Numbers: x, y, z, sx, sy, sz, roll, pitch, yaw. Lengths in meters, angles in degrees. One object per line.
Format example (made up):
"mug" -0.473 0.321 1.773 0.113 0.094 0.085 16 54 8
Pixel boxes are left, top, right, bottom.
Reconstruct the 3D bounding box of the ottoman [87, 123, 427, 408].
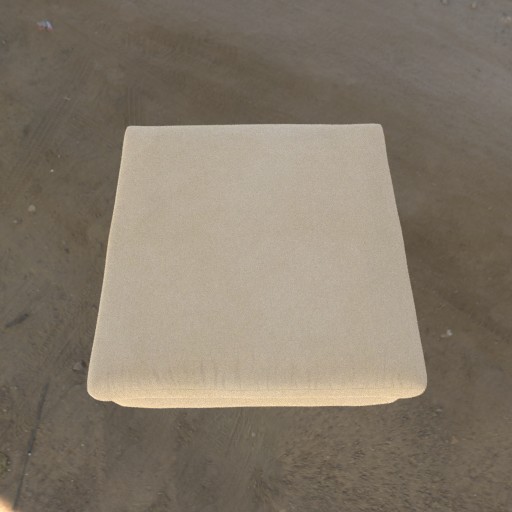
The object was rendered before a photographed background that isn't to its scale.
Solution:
"ottoman" 0.000 0.000 1.902 1.190 0.522 1.205 -1 64 0
